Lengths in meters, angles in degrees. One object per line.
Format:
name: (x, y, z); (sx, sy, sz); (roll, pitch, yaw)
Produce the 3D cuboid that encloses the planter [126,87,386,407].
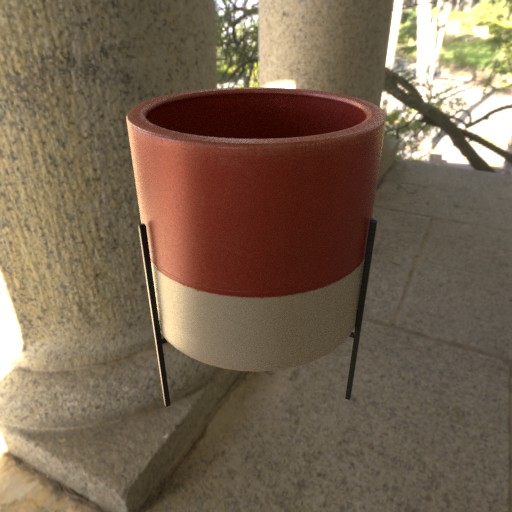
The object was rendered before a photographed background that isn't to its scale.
planter: (0.000, 0.000, 0.718); (0.345, 0.465, 0.354); (-1, 30, -2)
